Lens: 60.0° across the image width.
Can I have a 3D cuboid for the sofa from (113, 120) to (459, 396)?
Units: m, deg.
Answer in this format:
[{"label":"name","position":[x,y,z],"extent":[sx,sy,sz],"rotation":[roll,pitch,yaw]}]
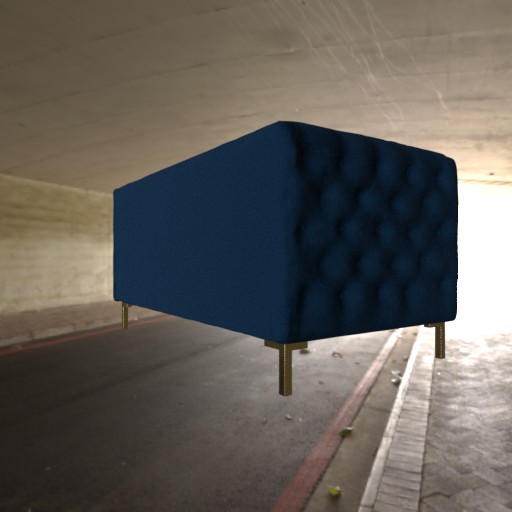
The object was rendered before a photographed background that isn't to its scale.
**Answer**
[{"label":"sofa","position":[0.000,0.000,2.113],"extent":[0.909,0.810,1.583],"rotation":[0,0,-35]}]
